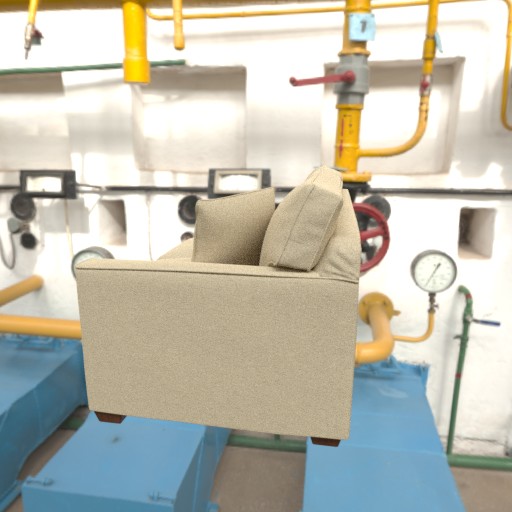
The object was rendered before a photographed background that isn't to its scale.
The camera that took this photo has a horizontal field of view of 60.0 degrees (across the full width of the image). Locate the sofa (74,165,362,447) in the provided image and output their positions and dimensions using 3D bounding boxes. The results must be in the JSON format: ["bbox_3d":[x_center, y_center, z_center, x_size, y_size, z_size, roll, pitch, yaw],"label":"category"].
[{"bbox_3d":[0.000,0.000,2.465,1.034,0.946,1.963,2,13,10],"label":"sofa"}]
